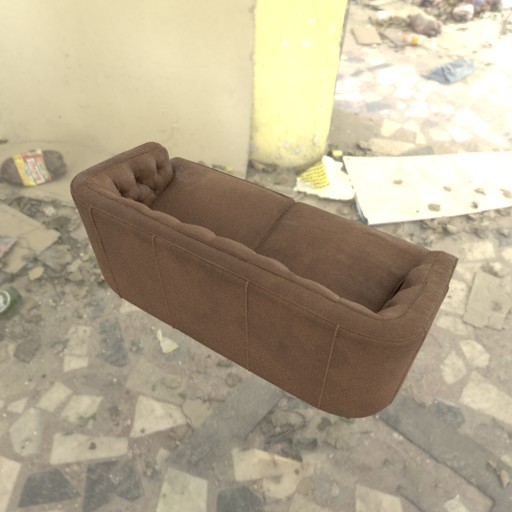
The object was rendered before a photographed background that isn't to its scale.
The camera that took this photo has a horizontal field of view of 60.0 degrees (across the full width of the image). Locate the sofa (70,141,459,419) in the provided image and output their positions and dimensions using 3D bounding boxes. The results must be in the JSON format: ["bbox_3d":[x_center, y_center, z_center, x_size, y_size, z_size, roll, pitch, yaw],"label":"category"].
[{"bbox_3d":[0.000,0.000,2.258,1.767,0.799,0.917,24,51,21],"label":"sofa"}]
